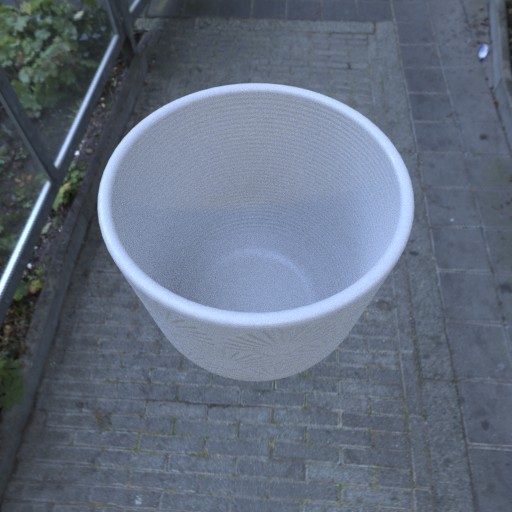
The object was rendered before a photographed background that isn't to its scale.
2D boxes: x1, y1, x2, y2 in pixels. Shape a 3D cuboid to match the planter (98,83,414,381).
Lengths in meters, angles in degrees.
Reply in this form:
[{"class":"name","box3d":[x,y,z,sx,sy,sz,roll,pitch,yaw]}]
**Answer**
[{"class":"planter","box3d":[0.000,0.000,0.303,0.170,0.152,0.170,0,57,0]}]
